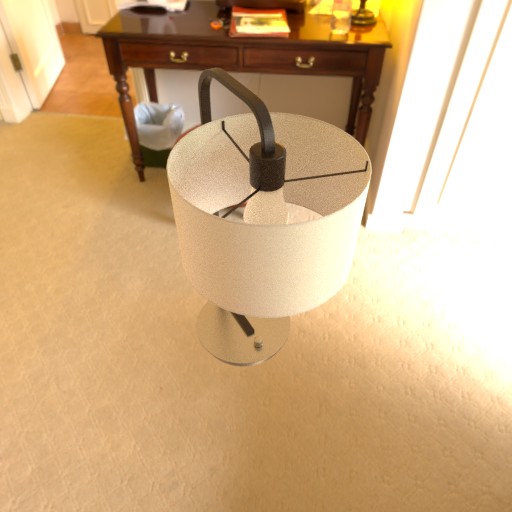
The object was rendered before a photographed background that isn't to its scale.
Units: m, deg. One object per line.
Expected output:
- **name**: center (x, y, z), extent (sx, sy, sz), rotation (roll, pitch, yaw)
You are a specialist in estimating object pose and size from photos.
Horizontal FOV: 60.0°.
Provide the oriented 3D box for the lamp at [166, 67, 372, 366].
- **lamp**: center (0.000, 0.000, 0.646), extent (0.230, 0.473, 0.288), rotation (-22, 49, -21)
